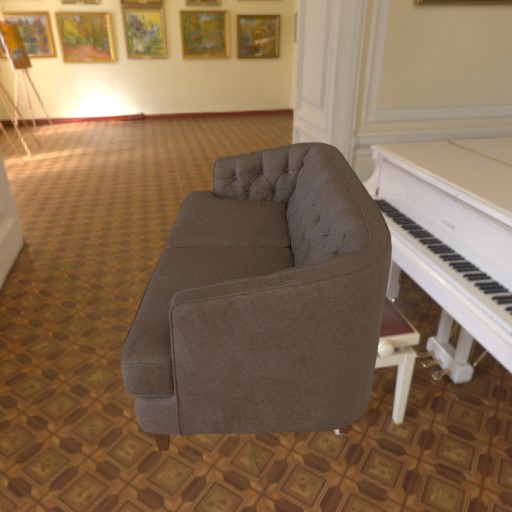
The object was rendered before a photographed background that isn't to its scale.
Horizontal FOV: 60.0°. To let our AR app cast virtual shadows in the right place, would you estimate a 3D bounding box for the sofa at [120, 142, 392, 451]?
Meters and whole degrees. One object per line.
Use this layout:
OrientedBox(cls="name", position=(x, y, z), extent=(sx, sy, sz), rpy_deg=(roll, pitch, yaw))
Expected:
OrientedBox(cls="sofa", position=(0.000, 0.000, 2.225), extent=(0.941, 0.855, 1.733), rpy_deg=(0, 27, 0))
